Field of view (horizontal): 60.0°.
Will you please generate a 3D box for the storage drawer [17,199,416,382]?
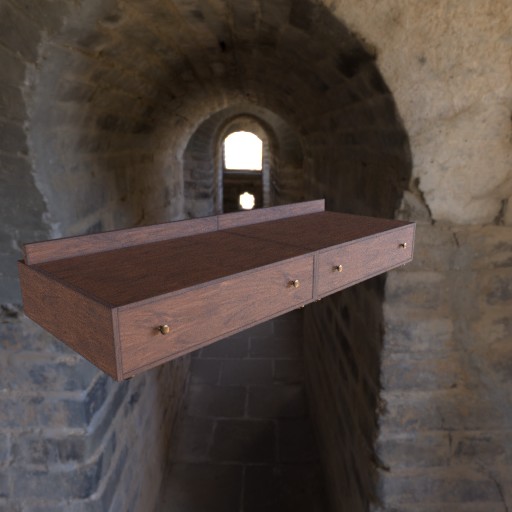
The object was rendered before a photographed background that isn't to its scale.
[{"bbox_3d":[0.000,0.000,2.177,0.774,0.339,1.914,14,20,42],"label":"storage drawer"}]
